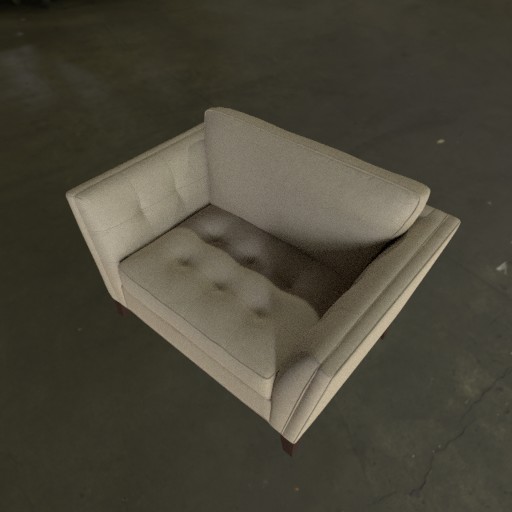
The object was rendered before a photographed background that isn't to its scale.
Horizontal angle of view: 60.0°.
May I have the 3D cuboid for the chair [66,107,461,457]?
[{"bbox_3d":[0.000,0.000,2.075,1.397,0.940,0.965,31,52,28],"label":"chair"}]
